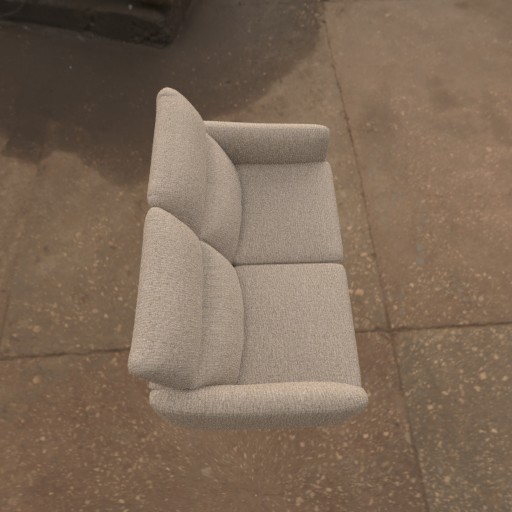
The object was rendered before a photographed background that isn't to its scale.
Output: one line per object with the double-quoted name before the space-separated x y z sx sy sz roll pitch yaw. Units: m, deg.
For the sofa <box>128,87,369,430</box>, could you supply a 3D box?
"sofa" 0.000 0.000 2.160 0.905 0.950 1.540 -1 62 -1
